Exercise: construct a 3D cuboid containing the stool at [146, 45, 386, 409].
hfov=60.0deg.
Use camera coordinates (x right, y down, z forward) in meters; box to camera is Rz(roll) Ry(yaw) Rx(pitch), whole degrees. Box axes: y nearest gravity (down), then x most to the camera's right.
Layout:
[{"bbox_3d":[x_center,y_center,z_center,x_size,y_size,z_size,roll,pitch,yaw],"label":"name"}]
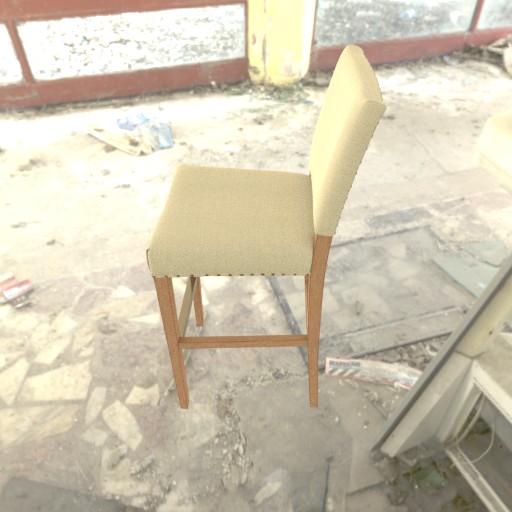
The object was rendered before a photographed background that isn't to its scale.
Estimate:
[{"bbox_3d":[0.000,0.000,1.384,0.546,1.143,0.428,2,41,2],"label":"stool"}]
